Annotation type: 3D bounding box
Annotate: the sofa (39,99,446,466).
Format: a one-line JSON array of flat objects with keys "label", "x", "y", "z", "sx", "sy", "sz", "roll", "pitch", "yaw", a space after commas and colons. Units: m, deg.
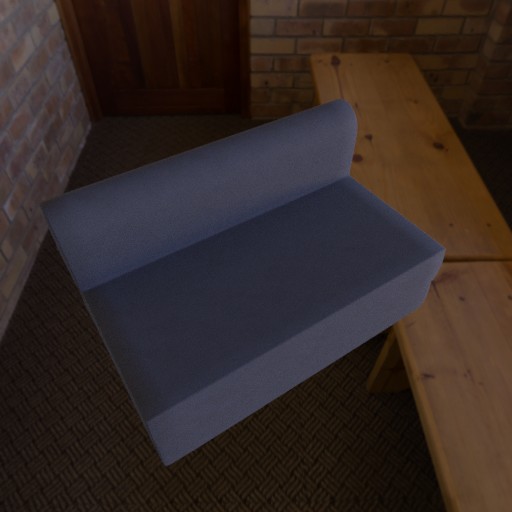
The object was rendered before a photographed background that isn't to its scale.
[{"label": "sofa", "x": 0.000, "y": 0.000, "z": 1.645, "sx": 1.219, "sy": 0.660, "sz": 0.762, "roll": -25, "pitch": 52, "yaw": -22}]
